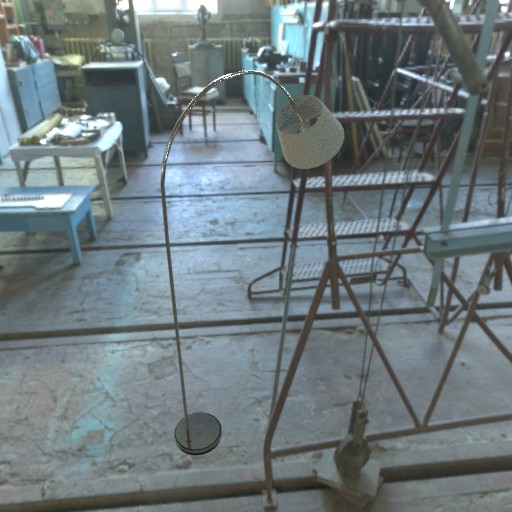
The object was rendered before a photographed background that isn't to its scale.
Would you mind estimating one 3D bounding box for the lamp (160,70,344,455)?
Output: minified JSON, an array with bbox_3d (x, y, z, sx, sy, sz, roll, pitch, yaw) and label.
[{"bbox_3d":[0.000,0.000,2.684,0.406,2.098,1.445,22,36,33],"label":"lamp"}]
